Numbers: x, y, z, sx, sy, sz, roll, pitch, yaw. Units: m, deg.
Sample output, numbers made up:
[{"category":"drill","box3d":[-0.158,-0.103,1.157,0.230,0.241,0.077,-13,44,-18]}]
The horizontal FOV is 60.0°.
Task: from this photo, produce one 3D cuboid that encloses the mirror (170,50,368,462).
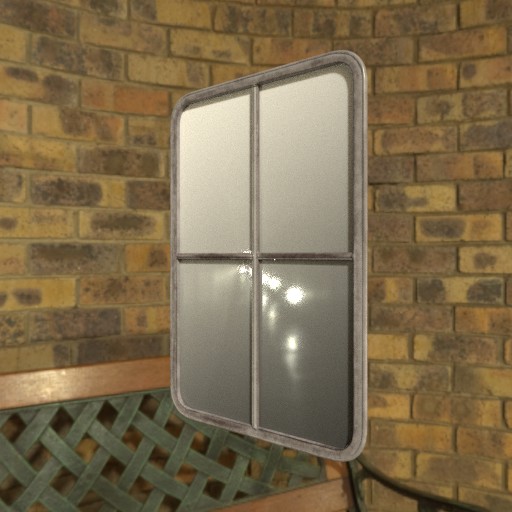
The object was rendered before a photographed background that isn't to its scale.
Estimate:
[{"category":"mirror","box3d":[0.000,0.000,0.874,0.461,0.713,0.024,0,0,35]}]
